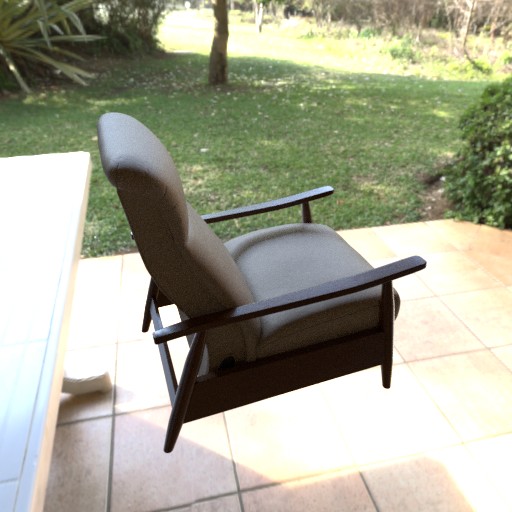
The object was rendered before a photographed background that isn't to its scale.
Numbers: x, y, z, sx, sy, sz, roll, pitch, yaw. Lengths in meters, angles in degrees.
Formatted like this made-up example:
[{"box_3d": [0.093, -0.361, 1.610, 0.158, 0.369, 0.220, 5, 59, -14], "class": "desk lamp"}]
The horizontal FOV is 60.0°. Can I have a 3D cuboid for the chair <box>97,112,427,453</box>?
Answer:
[{"box_3d": [0.000, 0.000, 1.770, 1.030, 1.082, 0.762, -10, 33, -16], "class": "chair"}]
